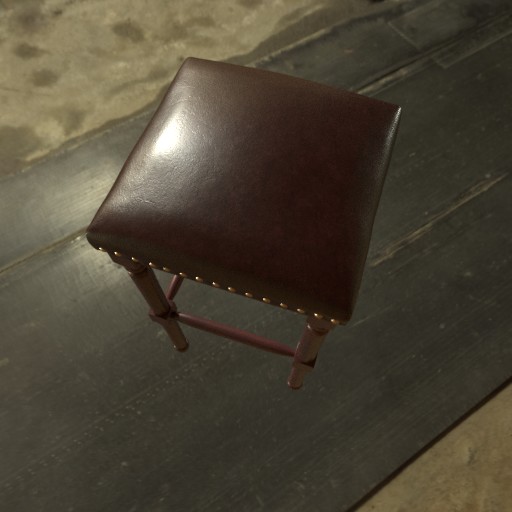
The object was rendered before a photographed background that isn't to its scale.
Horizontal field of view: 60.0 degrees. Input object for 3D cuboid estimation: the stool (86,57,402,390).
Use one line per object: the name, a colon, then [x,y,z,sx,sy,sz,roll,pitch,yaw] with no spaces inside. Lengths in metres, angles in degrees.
stool: [0.000,0.000,0.934,0.383,0.702,0.382,16,65,8]
